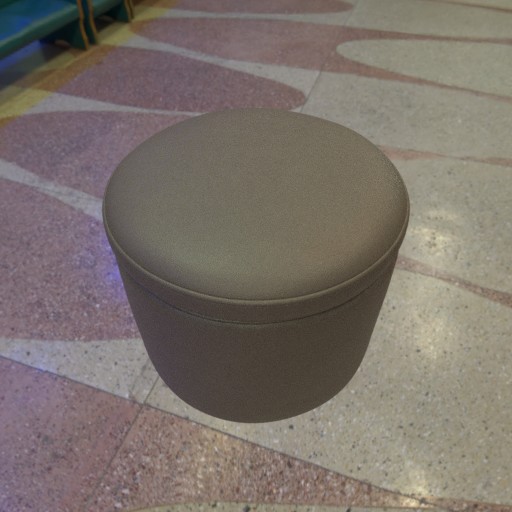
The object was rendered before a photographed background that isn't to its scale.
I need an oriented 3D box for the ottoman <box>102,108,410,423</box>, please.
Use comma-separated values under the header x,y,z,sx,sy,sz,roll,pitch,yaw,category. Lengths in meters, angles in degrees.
x,y,z,sx,sy,sz,roll,pitch,yaw,category
0.000,0.000,0.855,0.500,0.409,0.500,0,46,0,ottoman
